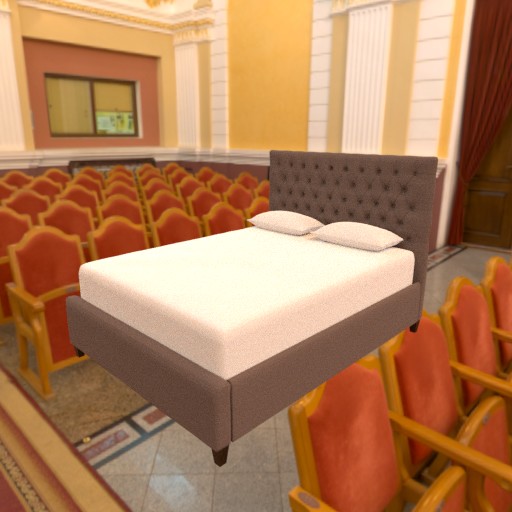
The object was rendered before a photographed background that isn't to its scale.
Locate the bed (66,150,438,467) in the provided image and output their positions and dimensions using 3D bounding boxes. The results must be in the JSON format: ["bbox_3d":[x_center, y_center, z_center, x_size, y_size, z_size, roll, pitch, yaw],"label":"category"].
[{"bbox_3d":[0.000,0.000,3.305,1.696,1.426,2.233,15,22,42],"label":"bed"}]
